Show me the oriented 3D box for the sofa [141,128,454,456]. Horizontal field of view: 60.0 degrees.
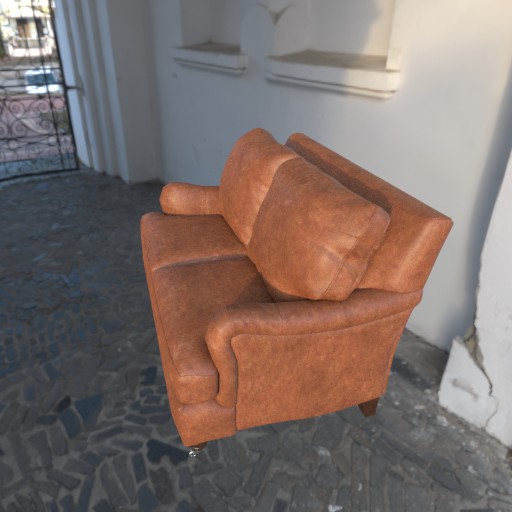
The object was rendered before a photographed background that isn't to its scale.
[{"bbox_3d":[0.000,0.000,2.240,1.077,1.004,1.527,-8,29,-15],"label":"sofa"}]
